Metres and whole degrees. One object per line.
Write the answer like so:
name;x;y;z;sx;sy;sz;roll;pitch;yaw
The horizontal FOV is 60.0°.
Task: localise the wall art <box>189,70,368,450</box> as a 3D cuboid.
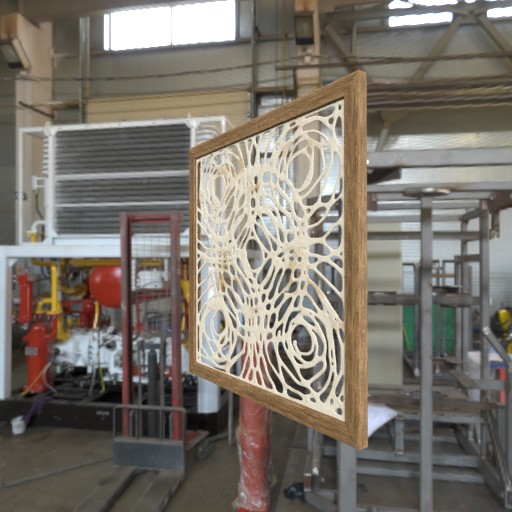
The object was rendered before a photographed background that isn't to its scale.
wall art;0.000;0.000;0.888;0.021;0.576;0.561;0;-1;-35
